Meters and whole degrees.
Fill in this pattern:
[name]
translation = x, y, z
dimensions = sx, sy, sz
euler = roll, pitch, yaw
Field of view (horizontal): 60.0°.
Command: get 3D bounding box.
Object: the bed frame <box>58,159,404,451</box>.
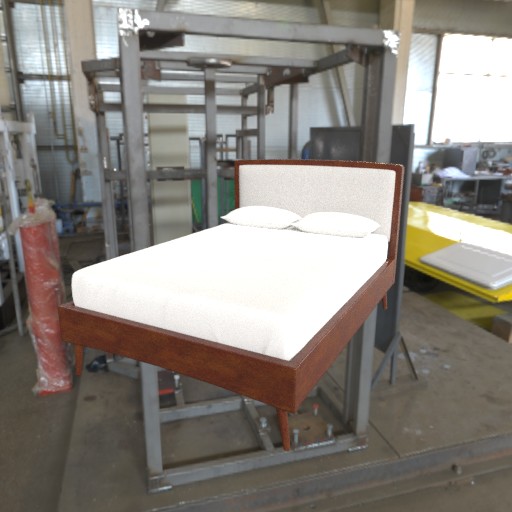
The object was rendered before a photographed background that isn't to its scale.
[bed frame]
translation = 0.000, 0.000, 3.228
dimensions = 1.587, 1.279, 2.171
euler = 8, 17, 28
